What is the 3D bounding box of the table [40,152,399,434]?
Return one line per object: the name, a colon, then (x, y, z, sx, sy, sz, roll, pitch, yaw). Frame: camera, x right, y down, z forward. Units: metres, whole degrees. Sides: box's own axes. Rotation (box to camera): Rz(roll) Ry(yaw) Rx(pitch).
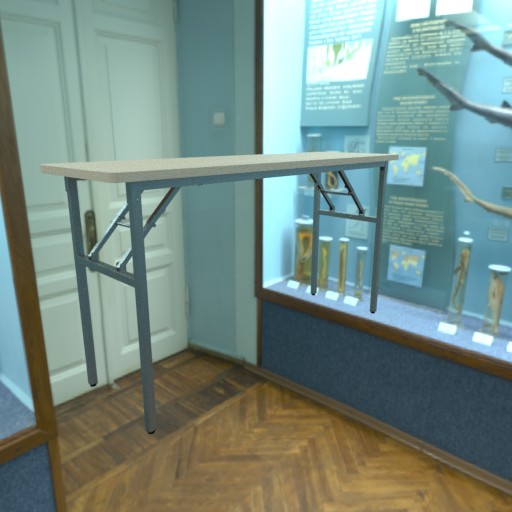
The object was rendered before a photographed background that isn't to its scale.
table: (0.000, 0.000, 1.739, 0.446, 0.750, 1.397, 14, 21, 42)
